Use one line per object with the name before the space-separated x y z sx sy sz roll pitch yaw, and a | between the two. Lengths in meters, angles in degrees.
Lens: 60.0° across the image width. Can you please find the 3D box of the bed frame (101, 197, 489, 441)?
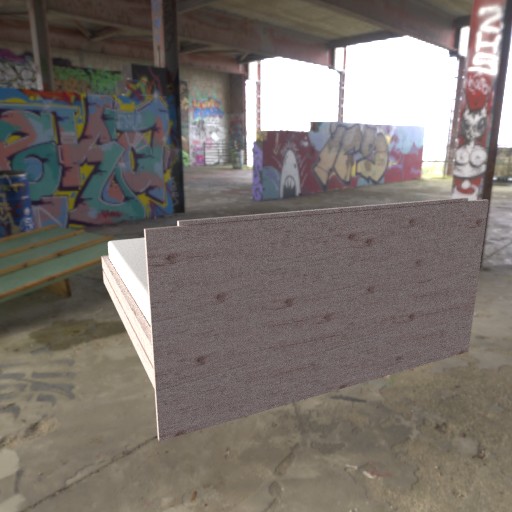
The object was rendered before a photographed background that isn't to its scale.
bed frame | 0.000 0.000 3.147 1.950 0.970 2.080 -7 17 -25
